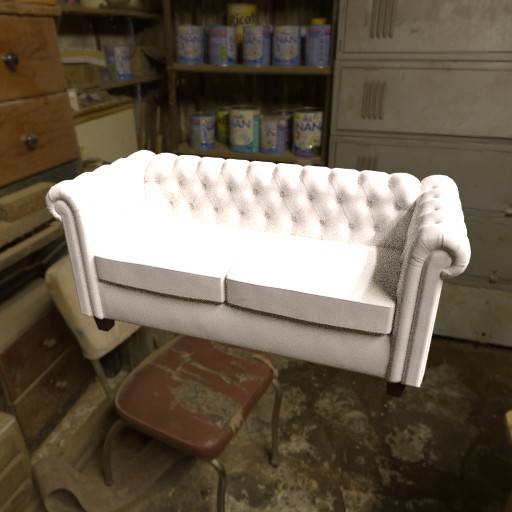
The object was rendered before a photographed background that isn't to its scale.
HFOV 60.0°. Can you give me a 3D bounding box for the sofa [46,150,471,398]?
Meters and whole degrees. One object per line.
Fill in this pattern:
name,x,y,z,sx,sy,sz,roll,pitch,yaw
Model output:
sofa,0.000,0.000,2.213,1.798,0.796,0.771,9,27,17
